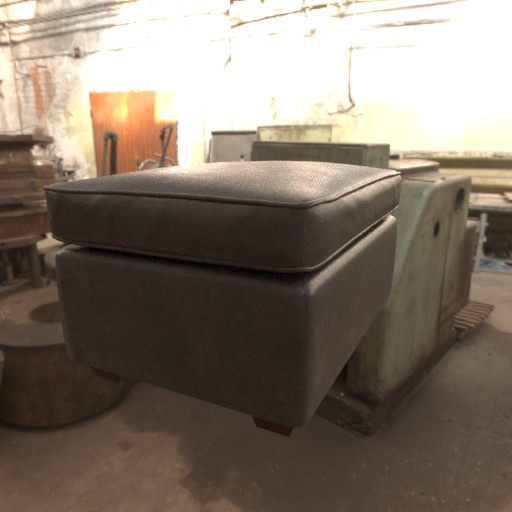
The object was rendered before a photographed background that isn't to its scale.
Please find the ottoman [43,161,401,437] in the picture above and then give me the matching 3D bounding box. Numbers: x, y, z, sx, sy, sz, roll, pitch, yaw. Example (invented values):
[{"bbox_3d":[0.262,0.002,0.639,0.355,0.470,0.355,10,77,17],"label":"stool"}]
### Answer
[{"bbox_3d":[0.000,0.000,1.082,0.554,0.445,0.756,7,16,26],"label":"ottoman"}]
